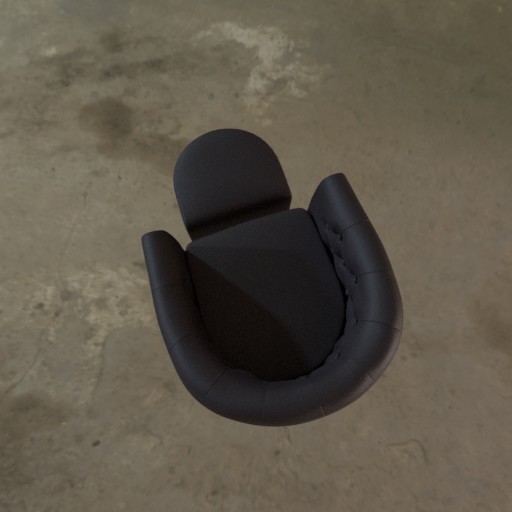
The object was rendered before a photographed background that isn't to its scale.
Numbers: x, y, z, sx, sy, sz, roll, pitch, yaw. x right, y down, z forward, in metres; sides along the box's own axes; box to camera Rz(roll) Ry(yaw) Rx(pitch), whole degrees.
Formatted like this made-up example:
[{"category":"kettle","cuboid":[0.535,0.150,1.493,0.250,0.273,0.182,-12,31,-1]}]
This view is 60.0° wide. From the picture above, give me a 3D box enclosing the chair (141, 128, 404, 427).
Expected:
[{"category":"chair","cuboid":[0.000,0.000,1.711,0.763,0.760,1.191,-18,76,-5]}]
